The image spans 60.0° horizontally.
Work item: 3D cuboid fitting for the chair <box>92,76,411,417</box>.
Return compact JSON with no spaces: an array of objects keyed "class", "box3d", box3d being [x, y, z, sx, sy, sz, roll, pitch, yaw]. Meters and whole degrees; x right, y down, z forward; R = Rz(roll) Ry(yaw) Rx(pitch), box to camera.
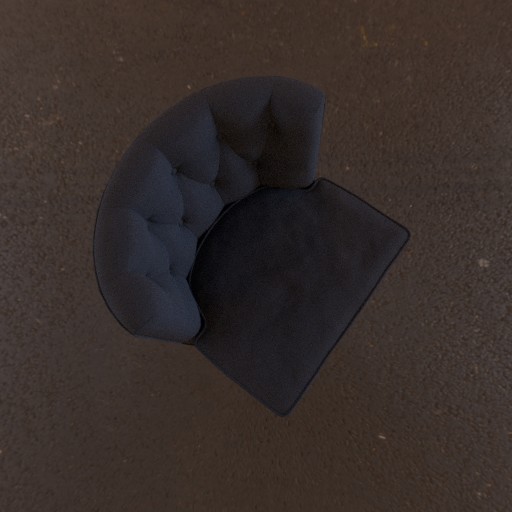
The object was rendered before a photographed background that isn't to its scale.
[{"class":"chair","box3d":[0.000,0.000,1.366,0.718,0.771,0.740,36,79,8]}]
